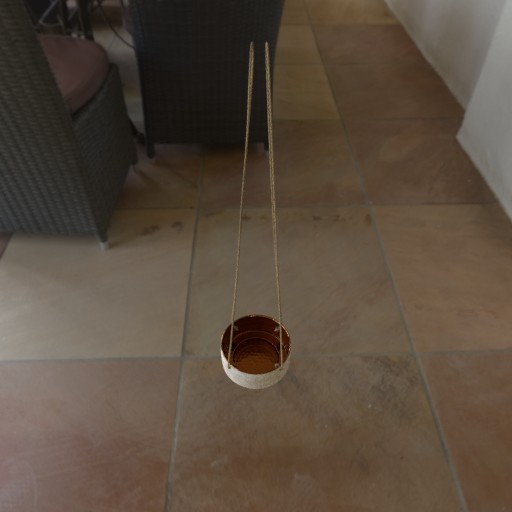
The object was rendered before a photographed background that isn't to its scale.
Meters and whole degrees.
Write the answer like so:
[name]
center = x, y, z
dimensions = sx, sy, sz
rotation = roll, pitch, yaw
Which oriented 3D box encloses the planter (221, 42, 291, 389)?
[planter]
center = 0.000, 0.000, 1.114
dimensions = 0.223, 1.030, 0.223
rotation = 1, 46, 1
